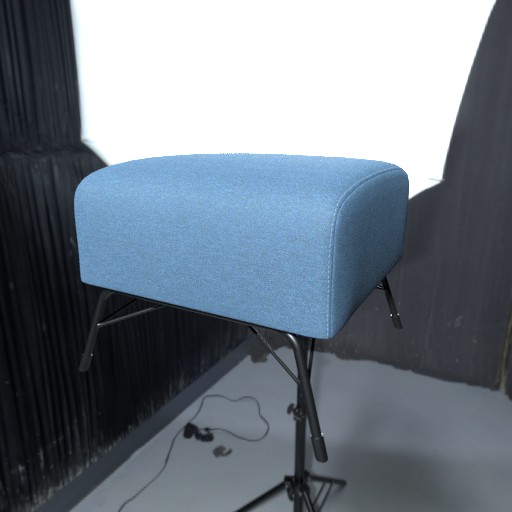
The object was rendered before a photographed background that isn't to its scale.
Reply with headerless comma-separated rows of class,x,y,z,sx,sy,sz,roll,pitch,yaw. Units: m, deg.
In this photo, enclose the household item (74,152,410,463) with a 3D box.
household item,0.000,0.000,0.930,0.530,0.420,0.530,9,18,28
